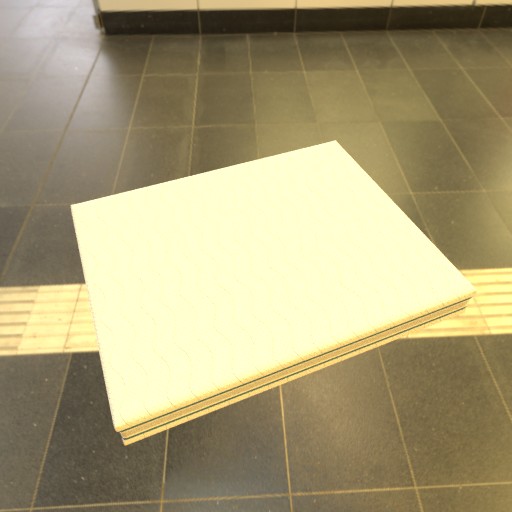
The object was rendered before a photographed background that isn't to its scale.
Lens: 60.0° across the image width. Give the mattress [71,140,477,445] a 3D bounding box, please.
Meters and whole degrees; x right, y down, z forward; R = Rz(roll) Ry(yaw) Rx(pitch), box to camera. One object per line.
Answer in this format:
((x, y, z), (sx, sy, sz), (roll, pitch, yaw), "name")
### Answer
((0.000, 0.000, 2.767), (2.000, 0.230, 1.600), (-17, 50, -15), "mattress")
